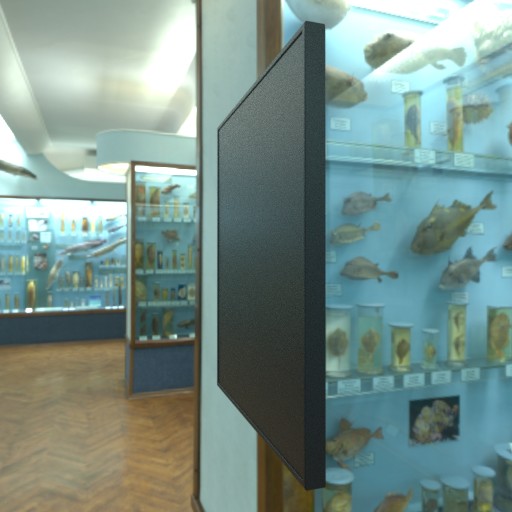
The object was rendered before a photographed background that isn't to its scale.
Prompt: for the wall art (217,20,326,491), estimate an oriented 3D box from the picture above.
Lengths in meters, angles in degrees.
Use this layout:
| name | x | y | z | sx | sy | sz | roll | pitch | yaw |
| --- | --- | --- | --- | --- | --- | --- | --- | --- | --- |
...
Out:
| name | x | y | z | sx | sy | sz | roll | pitch | yaw |
| --- | --- | --- | --- | --- | --- | --- | --- | --- | --- |
| wall art | 0.000 | 0.000 | 0.737 | 0.028 | 0.551 | 0.451 | 0 | 0 | -18 |
